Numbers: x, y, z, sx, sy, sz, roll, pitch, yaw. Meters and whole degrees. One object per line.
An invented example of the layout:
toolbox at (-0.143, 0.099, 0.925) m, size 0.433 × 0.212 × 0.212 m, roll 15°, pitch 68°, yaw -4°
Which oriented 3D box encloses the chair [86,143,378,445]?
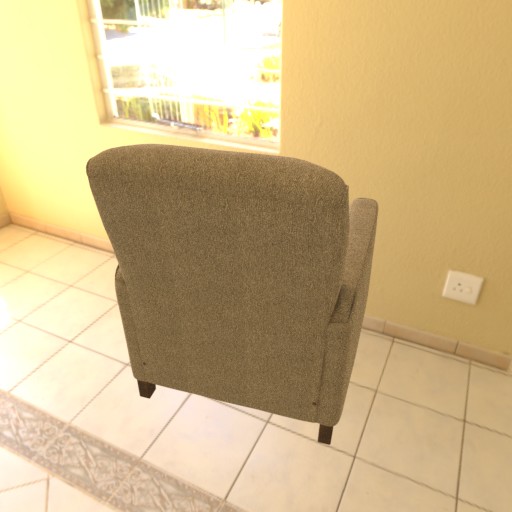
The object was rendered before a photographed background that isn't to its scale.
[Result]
chair at (0.000, 0.000, 1.650) m, size 0.841 × 1.028 × 0.858 m, roll 9°, pitch 33°, yaw 14°
